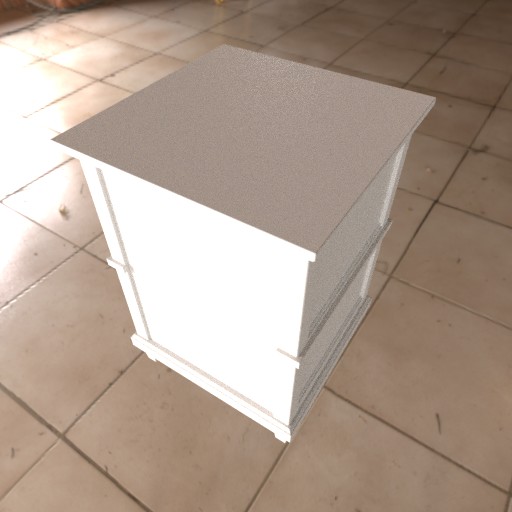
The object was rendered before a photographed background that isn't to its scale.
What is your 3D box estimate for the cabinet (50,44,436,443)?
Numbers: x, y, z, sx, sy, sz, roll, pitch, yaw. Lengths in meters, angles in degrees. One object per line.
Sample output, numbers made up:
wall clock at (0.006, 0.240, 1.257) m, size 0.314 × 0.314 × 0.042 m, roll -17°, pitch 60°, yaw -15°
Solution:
cabinet at (0.000, 0.000, 1.141) m, size 0.544 × 0.775 × 0.547 m, roll 25°, pitch 50°, yaw 22°
